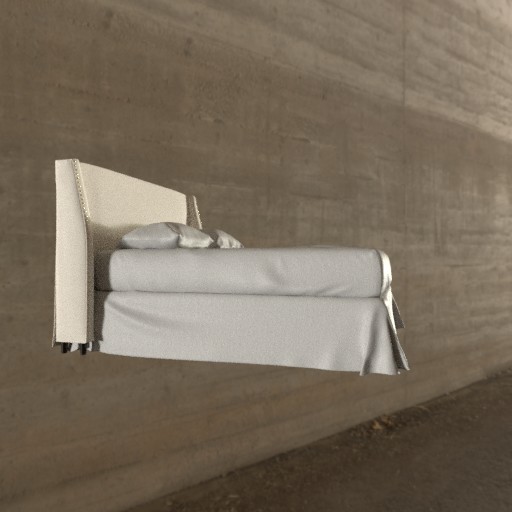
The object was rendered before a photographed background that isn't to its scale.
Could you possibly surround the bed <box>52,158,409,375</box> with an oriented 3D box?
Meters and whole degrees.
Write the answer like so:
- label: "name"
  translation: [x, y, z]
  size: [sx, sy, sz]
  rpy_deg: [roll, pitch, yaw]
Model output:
- label: "bed"
  translation: [0.000, 0.000, 3.541]
  size: [2.276, 1.332, 1.925]
  rpy_deg: [0, -1, 18]
